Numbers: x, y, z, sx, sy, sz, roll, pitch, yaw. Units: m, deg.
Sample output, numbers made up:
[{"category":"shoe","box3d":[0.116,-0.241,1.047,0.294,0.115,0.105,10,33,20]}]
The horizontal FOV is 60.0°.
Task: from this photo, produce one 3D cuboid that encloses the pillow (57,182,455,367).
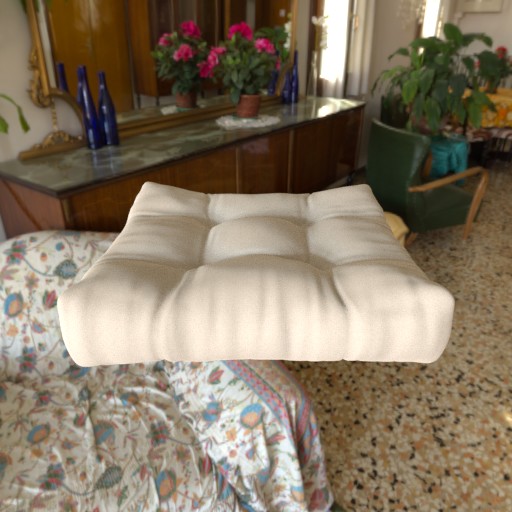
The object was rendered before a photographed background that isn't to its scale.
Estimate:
[{"category":"pillow","box3d":[0.000,0.000,0.743,0.490,0.128,0.468,0,27,0]}]
